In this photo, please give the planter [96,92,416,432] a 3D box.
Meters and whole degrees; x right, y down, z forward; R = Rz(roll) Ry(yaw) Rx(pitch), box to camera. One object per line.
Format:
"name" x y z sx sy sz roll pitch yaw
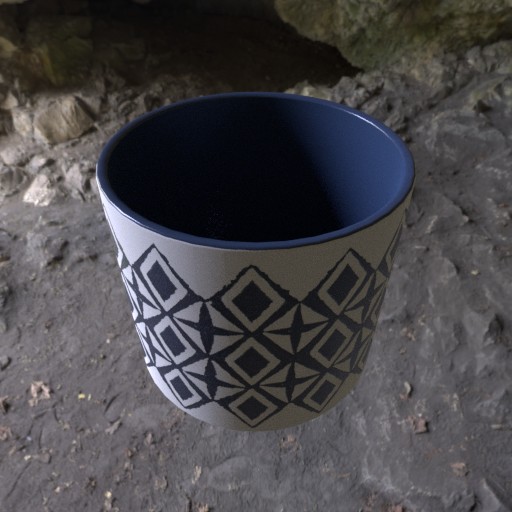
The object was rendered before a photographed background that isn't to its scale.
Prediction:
"planter" 0.000 0.000 0.312 0.182 0.165 0.182 0 41 0
